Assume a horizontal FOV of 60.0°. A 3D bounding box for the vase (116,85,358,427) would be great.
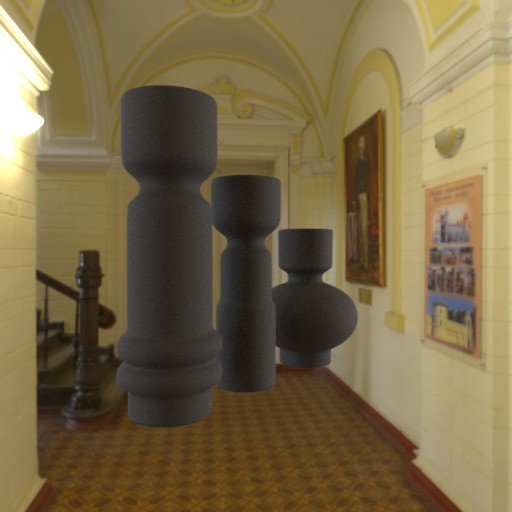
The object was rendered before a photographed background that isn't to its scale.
[{"bbox_3d":[0.000,0.000,0.443,0.120,0.249,0.307,1,1,38],"label":"vase"}]
